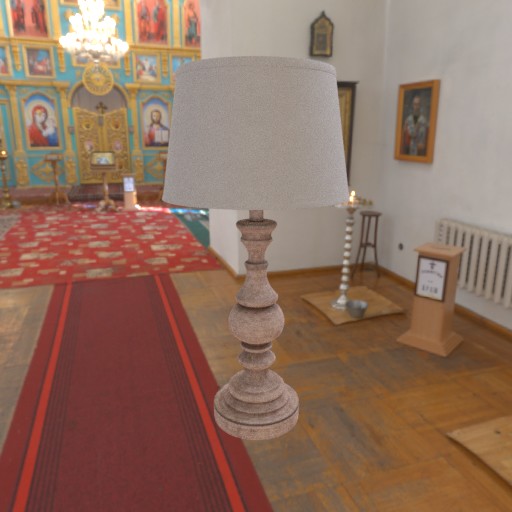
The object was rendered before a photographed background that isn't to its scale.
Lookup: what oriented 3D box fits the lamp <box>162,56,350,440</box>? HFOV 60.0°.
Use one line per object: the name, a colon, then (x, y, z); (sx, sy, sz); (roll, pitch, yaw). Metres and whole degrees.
lamp: (0.000, 0.000, 0.844); (0.340, 0.678, 0.340); (0, 14, 0)
